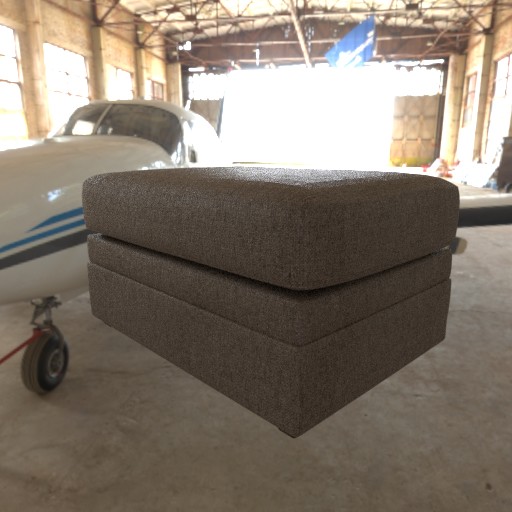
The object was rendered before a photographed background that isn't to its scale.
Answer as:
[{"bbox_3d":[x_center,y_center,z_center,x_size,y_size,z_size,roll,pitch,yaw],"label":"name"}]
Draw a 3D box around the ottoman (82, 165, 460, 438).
[{"bbox_3d":[0.000,0.000,1.230,0.637,0.478,0.885,-13,19,-42],"label":"ottoman"}]
